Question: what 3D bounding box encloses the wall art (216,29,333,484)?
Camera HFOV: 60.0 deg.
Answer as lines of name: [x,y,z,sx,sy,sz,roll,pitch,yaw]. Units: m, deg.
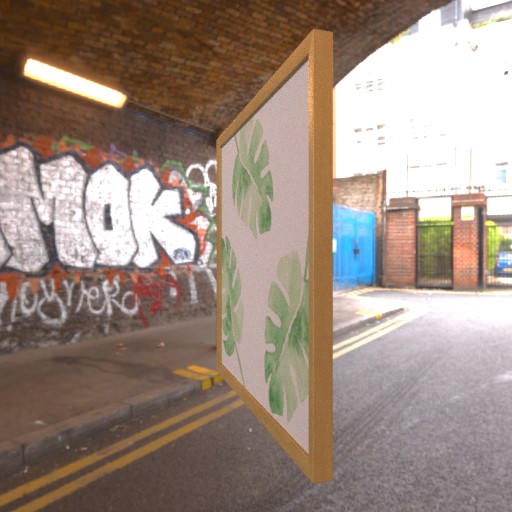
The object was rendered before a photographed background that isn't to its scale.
wall art: [0.000,0.000,1.111,0.037,0.763,0.763,0,0,-17]
